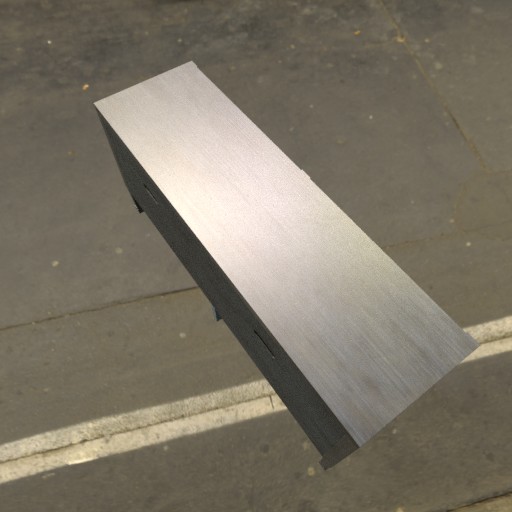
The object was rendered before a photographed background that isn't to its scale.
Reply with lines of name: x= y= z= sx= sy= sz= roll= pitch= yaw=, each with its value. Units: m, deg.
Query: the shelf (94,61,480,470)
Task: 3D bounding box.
shelf: x=0.000 y=0.000 z=1.832 sx=0.479 sy=0.719 sz=1.575 roll=-32 pitch=64 yaw=-17
